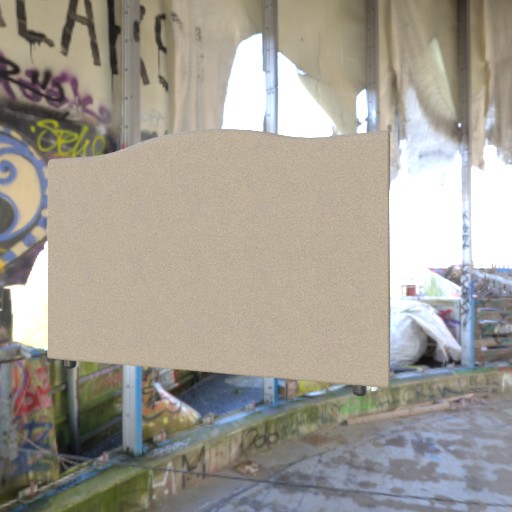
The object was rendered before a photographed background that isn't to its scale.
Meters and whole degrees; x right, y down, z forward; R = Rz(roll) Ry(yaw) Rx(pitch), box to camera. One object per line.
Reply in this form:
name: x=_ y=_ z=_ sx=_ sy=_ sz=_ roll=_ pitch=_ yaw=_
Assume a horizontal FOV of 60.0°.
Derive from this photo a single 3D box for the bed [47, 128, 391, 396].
bed: x=0.000 y=0.000 z=3.508 sx=2.083 sy=1.421 sz=2.182 roll=0 pitch=0 yaw=18
